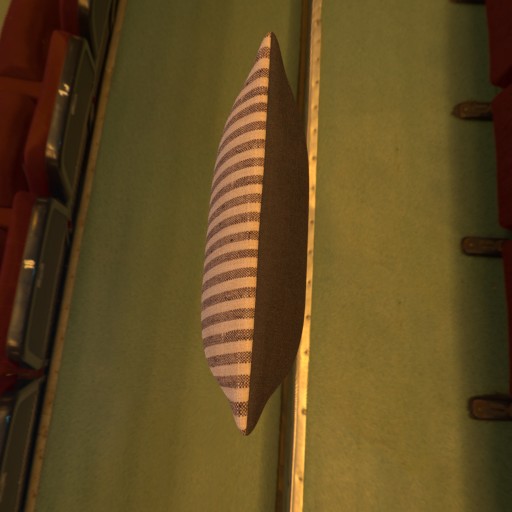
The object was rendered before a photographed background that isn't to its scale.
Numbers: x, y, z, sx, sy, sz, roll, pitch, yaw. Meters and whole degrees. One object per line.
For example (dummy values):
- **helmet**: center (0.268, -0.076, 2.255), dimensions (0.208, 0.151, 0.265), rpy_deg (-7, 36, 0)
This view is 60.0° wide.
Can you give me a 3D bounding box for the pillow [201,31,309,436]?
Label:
- **pillow**: center (0.000, 0.000, 0.782), dimensions (0.166, 0.506, 0.523), rpy_deg (3, 76, 1)
